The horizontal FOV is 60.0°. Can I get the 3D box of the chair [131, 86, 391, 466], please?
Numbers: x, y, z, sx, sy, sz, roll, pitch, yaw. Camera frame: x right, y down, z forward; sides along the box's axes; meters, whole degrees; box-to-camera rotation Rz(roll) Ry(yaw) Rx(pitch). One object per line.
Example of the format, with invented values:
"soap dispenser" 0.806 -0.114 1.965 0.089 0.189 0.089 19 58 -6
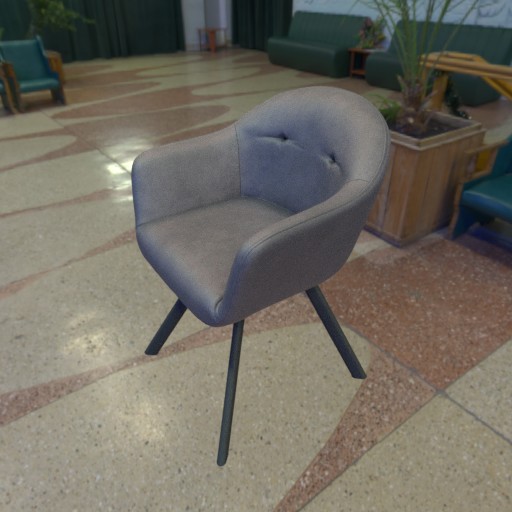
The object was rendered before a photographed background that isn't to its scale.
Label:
"chair" 0.000 0.000 1.171 0.544 0.781 0.567 -20 37 -28
